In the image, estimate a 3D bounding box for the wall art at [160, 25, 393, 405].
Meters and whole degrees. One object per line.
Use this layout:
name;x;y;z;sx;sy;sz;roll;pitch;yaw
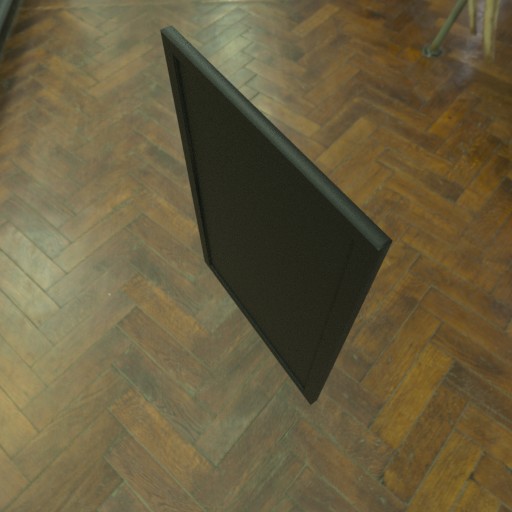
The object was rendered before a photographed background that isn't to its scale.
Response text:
wall art;0.000;0.000;0.543;0.013;0.431;0.303;-31;63;-17
